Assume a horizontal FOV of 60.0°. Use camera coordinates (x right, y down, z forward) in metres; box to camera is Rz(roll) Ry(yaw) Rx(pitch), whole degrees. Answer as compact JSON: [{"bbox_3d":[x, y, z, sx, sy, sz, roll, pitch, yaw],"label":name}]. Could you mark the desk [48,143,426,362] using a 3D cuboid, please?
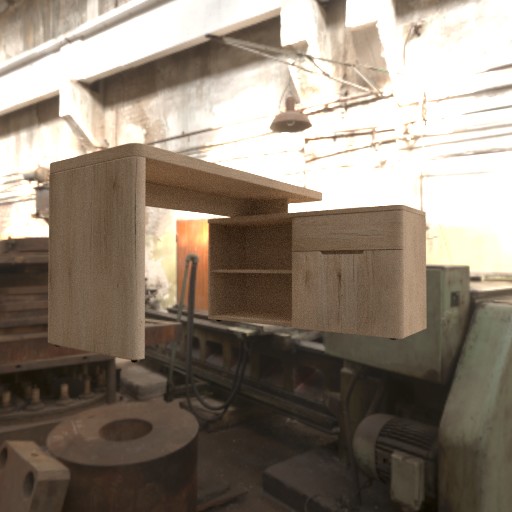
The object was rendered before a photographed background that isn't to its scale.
[{"bbox_3d":[0.000,0.000,2.077,1.175,0.770,1.400,-1,-1,36],"label":"desk"}]
